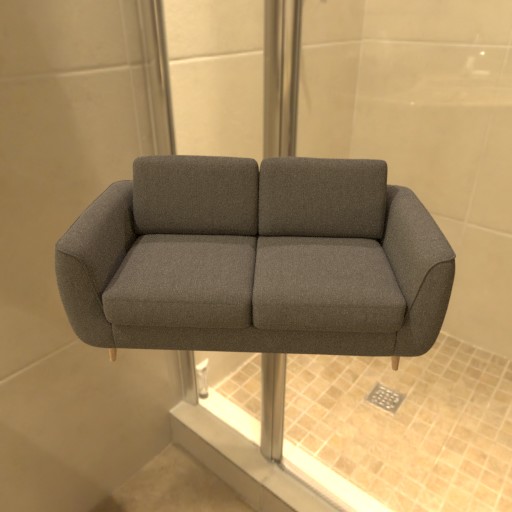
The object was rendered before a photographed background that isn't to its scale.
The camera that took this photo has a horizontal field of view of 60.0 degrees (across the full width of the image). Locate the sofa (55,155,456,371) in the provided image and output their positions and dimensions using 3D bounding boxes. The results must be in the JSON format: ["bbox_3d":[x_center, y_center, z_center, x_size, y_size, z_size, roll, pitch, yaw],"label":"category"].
[{"bbox_3d":[0.000,0.000,2.244,1.700,0.870,0.920,1,29,2],"label":"sofa"}]
